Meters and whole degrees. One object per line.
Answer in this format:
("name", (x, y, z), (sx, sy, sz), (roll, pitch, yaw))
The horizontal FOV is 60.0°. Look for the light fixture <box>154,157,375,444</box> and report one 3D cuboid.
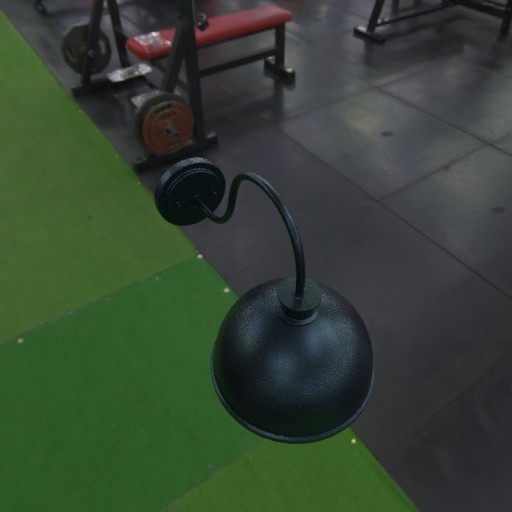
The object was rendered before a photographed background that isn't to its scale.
("light fixture", (0.000, 0.000, 0.653), (0.253, 0.295, 0.467), (-24, 51, -21))
